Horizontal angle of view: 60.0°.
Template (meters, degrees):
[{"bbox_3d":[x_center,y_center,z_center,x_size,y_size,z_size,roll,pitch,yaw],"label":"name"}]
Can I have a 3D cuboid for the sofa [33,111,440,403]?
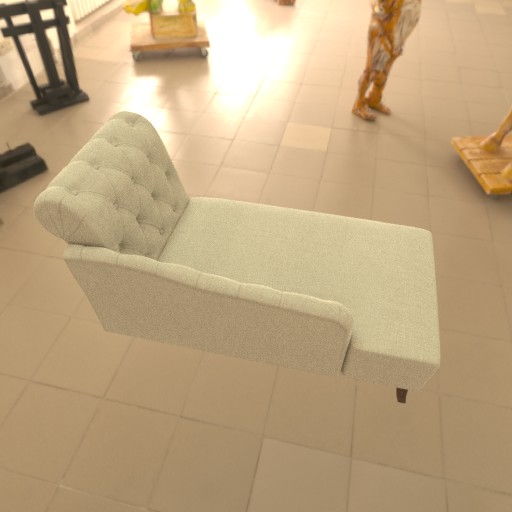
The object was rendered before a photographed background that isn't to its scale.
[{"bbox_3d":[0.000,0.000,1.741,1.379,0.787,0.675,9,47,9],"label":"sofa"}]
